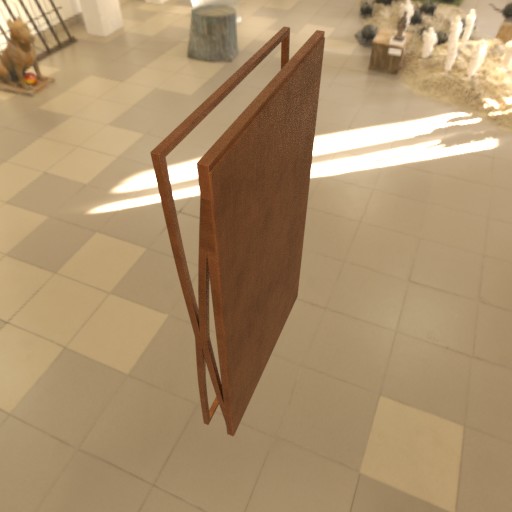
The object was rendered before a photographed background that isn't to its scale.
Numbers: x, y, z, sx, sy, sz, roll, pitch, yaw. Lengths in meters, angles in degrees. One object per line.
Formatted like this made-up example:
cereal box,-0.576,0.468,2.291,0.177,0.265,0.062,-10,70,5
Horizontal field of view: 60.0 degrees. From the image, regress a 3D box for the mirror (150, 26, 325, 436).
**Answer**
mirror,0.000,0.000,0.946,0.082,0.768,0.468,17,48,16
